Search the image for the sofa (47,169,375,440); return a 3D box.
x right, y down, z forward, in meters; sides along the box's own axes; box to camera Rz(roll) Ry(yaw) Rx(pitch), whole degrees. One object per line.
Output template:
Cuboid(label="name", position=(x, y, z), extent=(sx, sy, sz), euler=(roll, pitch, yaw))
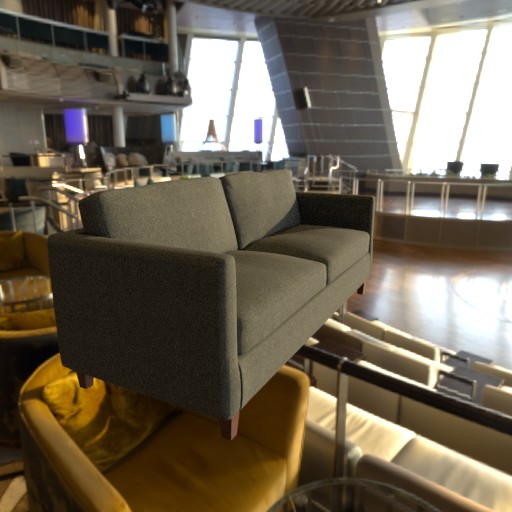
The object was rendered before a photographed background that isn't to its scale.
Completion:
Cuboid(label="sofa", position=(0.000, 0.000, 2.711), extent=(0.948, 0.965, 2.208), euler=(7, 16, 27))
